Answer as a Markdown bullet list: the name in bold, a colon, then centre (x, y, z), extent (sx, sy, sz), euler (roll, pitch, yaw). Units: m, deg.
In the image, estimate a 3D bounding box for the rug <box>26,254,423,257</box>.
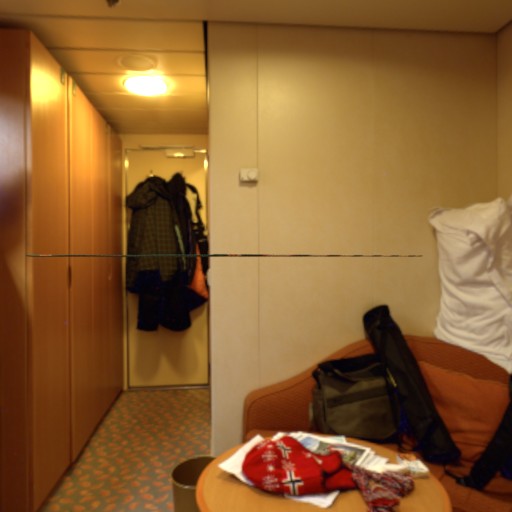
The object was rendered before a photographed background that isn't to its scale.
- **rug**: centre (0.000, 0.000, 3.097), extent (1.520, 0.011, 2.447), euler (0, 0, 38)
